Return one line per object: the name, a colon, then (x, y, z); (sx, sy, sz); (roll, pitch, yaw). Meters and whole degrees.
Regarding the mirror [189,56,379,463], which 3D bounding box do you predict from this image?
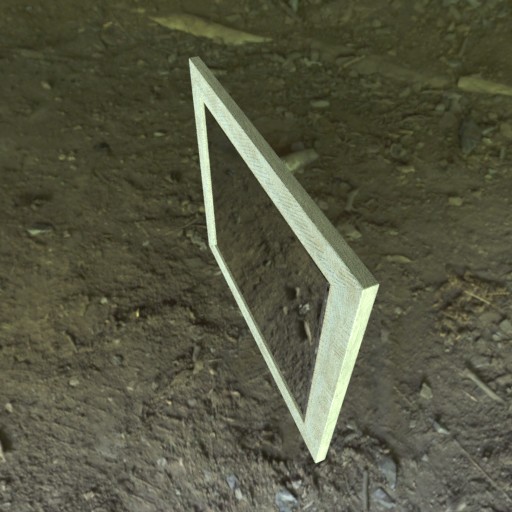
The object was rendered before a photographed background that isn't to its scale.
mirror: (0.000, 0.000, 1.133); (0.028, 0.689, 0.839); (-17, 49, -15)
